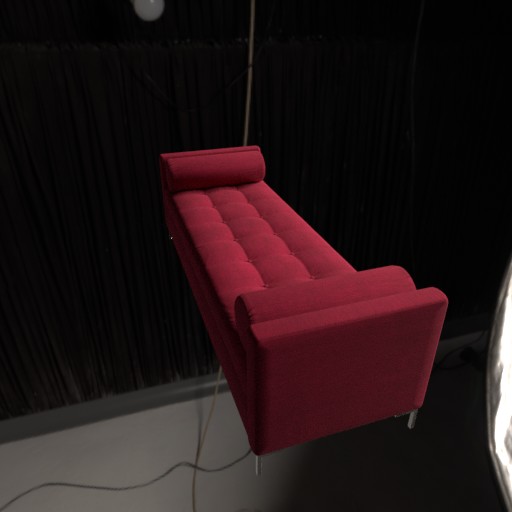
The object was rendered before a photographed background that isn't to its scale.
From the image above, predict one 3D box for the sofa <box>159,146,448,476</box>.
[{"bbox_3d":[0.000,0.000,2.320,0.686,0.635,1.981,-9,30,-16],"label":"sofa"}]
